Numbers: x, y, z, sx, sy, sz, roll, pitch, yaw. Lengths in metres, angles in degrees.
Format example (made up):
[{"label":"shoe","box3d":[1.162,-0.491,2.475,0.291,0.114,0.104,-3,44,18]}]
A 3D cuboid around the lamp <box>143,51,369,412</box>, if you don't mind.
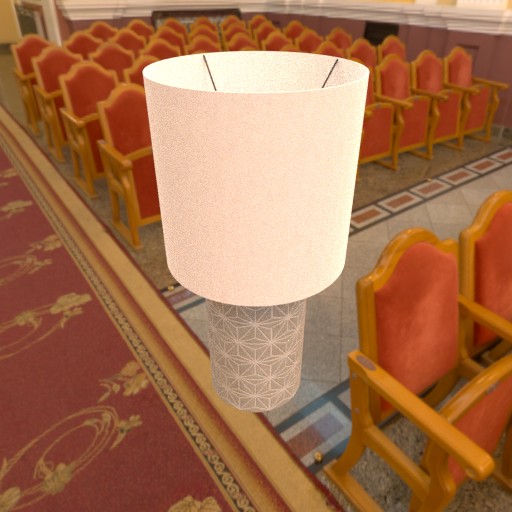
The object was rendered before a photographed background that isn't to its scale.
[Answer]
[{"label":"lamp","box3d":[0.000,0.000,0.524,0.206,0.416,0.206,-20,38,-29]}]
